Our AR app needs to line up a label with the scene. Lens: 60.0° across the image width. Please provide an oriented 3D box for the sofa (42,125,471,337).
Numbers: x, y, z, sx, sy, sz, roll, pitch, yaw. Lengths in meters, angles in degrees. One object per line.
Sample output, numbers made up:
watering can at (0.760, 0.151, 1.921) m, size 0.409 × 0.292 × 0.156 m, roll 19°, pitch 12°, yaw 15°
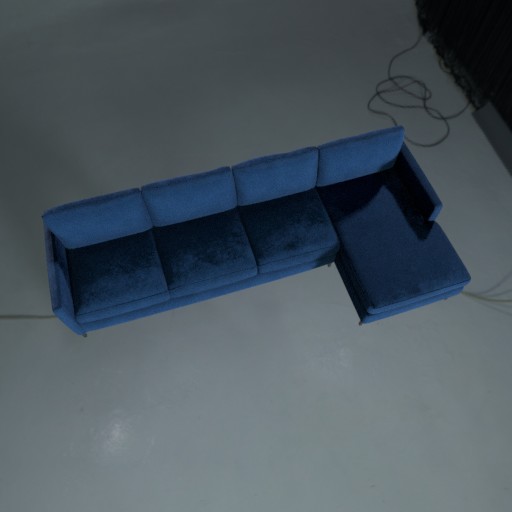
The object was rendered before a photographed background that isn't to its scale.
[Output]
sofa at (0.000, 0.000, 3.333) m, size 2.932 × 0.810 × 1.350 m, roll -15°, pitch 63°, yaw -8°
